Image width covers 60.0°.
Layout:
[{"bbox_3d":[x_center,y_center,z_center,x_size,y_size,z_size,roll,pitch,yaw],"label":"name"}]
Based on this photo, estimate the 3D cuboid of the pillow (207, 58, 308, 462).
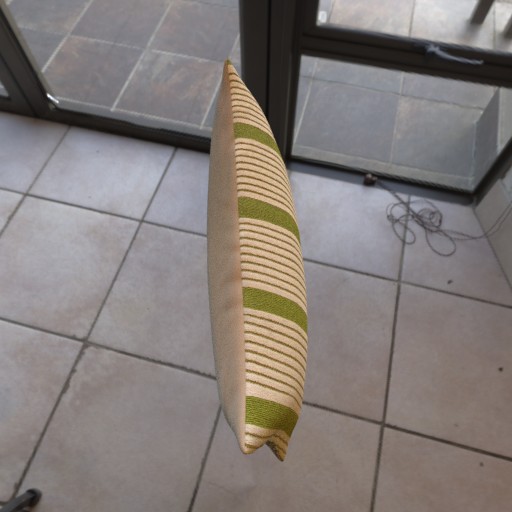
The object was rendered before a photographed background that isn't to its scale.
[{"bbox_3d":[0.000,0.000,0.727,0.156,0.292,0.608,-3,63,-2],"label":"pillow"}]
